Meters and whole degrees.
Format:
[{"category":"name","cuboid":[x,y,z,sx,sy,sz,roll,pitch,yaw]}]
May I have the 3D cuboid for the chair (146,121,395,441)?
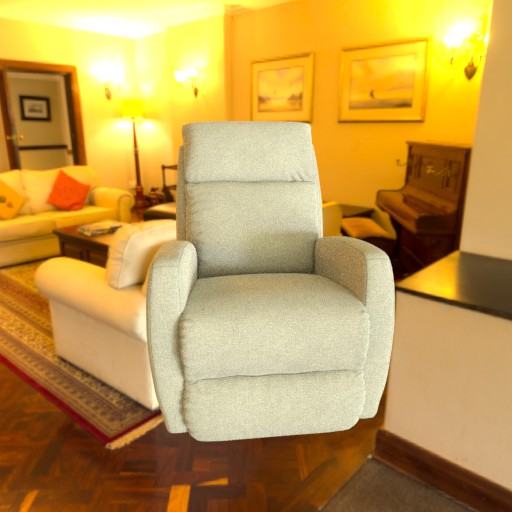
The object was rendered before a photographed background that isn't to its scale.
[{"category":"chair","cuboid":[0.000,0.000,1.727,0.812,1.015,0.941,-2,16,-7]}]
